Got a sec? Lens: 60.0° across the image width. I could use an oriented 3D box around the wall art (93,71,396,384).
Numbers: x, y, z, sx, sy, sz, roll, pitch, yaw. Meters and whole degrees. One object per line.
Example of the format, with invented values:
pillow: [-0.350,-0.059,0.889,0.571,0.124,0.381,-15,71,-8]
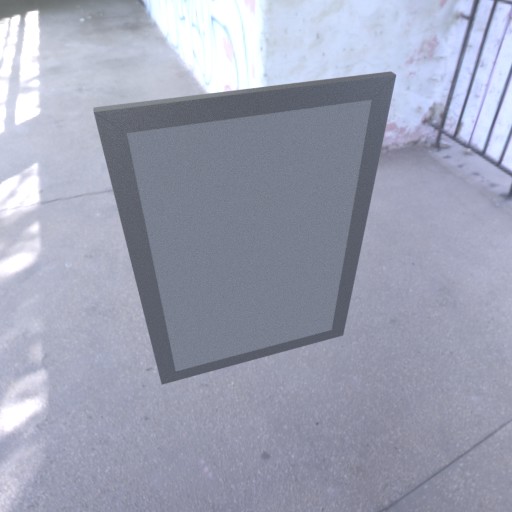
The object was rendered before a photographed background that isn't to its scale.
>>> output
wall art: [0.000,0.000,0.705,0.376,0.529,0.013,-12,43,-13]
